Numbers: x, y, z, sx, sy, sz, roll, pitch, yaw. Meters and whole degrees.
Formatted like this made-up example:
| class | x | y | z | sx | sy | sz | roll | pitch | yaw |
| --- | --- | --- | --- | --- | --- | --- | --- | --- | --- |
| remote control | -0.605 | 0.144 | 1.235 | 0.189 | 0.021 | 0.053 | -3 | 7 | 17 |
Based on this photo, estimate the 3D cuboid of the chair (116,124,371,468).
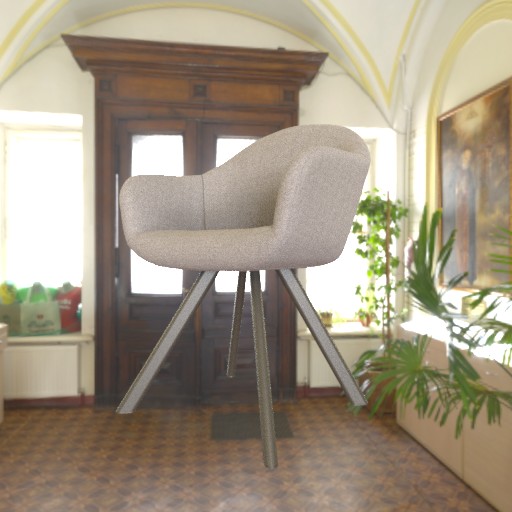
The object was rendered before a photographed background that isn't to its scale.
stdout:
| class | x | y | z | sx | sy | sz | roll | pitch | yaw |
| --- | --- | --- | --- | --- | --- | --- | --- | --- | --- |
| chair | 0.000 | 0.000 | 1.196 | 0.590 | 0.795 | 0.550 | 1 | 1 | 37 |
